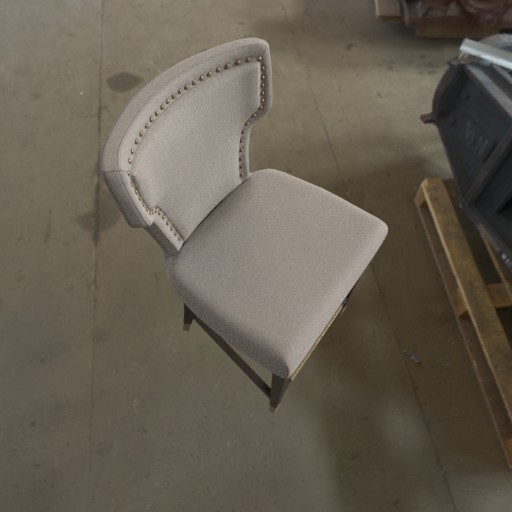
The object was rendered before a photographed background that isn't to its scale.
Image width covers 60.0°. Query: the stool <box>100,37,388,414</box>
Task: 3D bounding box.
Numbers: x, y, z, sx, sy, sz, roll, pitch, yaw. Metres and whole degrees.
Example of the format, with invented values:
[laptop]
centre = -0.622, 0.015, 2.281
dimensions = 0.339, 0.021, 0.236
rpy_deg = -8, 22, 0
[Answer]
[stool]
centre = 0.000, 0.000, 1.293
dimensions = 0.563, 0.982, 0.527
rpy_deg = 32, 64, 18
